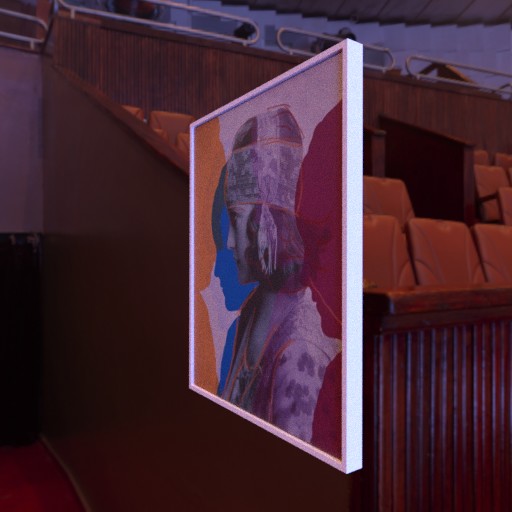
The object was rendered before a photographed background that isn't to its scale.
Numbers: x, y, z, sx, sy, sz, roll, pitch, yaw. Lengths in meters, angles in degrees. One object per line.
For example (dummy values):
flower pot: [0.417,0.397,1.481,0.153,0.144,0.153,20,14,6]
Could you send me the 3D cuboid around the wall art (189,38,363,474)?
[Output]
wall art: [0.000,0.000,0.748,0.030,0.549,0.443,0,0,-35]
